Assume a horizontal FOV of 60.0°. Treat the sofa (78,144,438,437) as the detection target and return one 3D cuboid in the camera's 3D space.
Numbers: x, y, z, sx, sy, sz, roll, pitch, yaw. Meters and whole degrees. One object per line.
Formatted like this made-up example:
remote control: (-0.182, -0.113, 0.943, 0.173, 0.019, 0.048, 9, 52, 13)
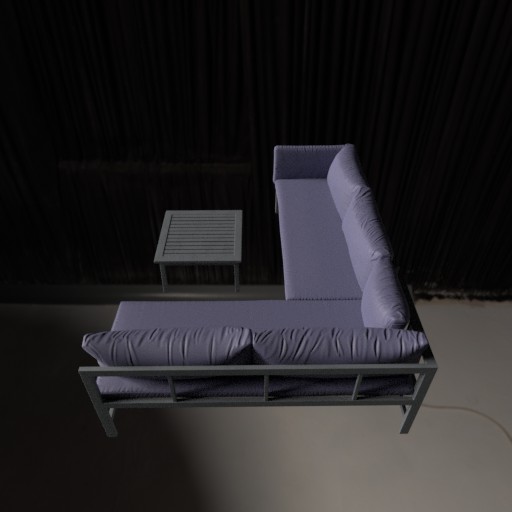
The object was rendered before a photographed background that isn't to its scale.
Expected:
sofa: (0.000, 0.000, 3.008, 1.658, 0.762, 2.149, 0, 41, 0)
